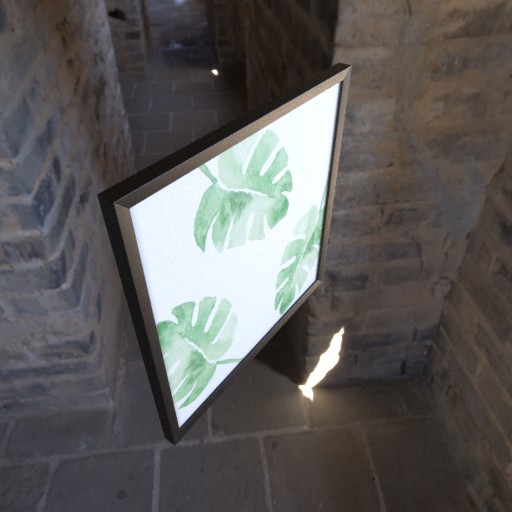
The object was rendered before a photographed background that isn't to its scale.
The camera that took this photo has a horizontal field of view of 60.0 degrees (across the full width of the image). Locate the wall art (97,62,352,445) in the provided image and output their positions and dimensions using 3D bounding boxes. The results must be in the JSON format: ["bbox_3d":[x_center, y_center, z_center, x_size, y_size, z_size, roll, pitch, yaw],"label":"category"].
[{"bbox_3d":[0.000,0.000,1.150,0.038,0.765,0.765,26,47,27],"label":"wall art"}]
